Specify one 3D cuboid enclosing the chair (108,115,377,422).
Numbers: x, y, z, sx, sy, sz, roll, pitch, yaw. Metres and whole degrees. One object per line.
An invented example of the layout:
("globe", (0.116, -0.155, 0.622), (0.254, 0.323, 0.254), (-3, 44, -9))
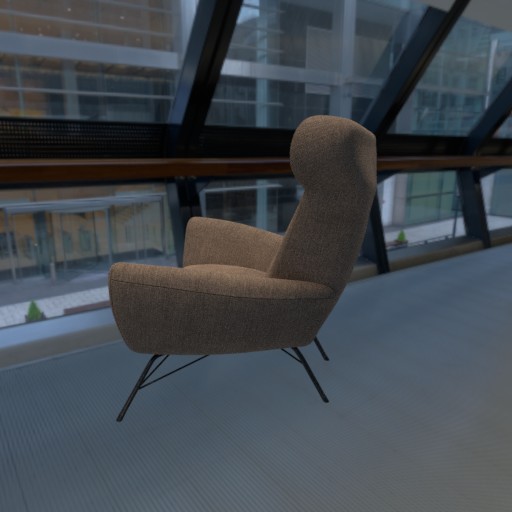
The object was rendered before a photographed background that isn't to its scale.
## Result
("chair", (0.000, 0.000, 1.792), (0.900, 1.040, 0.980), (2, 15, 8))
